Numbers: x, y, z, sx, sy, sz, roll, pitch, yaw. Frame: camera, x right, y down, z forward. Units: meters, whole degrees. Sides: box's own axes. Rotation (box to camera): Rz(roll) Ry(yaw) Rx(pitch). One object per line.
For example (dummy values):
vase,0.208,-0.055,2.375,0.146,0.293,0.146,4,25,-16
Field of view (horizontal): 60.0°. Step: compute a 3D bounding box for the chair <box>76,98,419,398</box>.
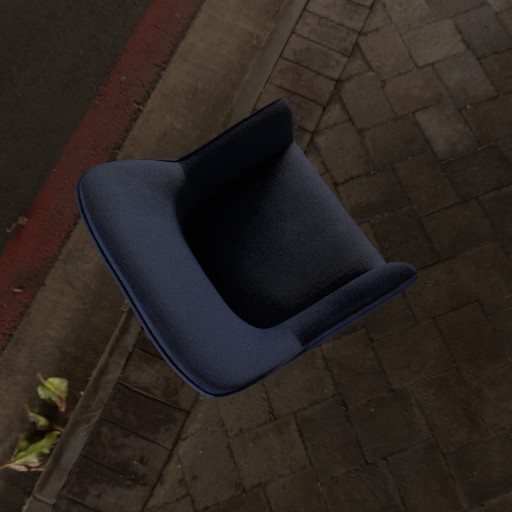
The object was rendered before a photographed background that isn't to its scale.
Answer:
chair,0.000,0.000,1.244,0.600,0.820,0.600,-33,79,-7
